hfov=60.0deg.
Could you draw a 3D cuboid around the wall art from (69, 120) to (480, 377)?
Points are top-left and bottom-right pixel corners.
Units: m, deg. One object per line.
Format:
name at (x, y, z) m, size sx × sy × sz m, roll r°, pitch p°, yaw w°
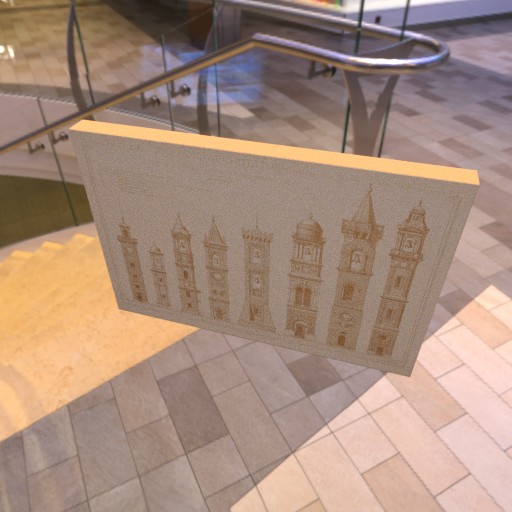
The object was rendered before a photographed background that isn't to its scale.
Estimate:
wall art at (0.000, 0.000, 0.778) m, size 0.609 × 0.407 × 0.039 m, roll 11°, pitch 40°, yaw 13°
